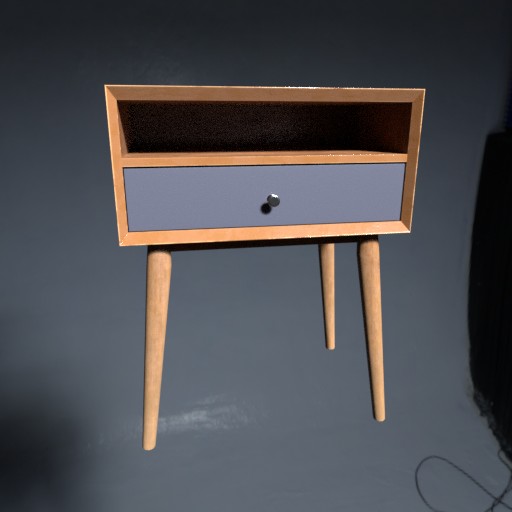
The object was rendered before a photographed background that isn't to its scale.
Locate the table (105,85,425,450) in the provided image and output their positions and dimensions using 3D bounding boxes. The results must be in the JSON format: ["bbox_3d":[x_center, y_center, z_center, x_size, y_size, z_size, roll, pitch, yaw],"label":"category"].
[{"bbox_3d":[0.000,0.000,0.839,0.454,0.580,0.307,-3,17,-10],"label":"table"}]
